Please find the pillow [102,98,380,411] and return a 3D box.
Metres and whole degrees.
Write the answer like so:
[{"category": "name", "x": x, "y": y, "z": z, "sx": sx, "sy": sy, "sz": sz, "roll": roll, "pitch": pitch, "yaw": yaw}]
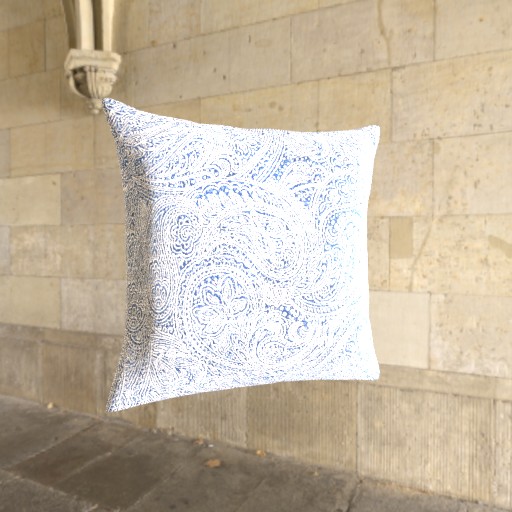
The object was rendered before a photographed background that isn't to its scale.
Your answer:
[{"category": "pillow", "x": 0.000, "y": 0.000, "z": 0.801, "sx": 0.523, "sy": 0.510, "sz": 0.166, "roll": 0, "pitch": 1, "yaw": -18}]
